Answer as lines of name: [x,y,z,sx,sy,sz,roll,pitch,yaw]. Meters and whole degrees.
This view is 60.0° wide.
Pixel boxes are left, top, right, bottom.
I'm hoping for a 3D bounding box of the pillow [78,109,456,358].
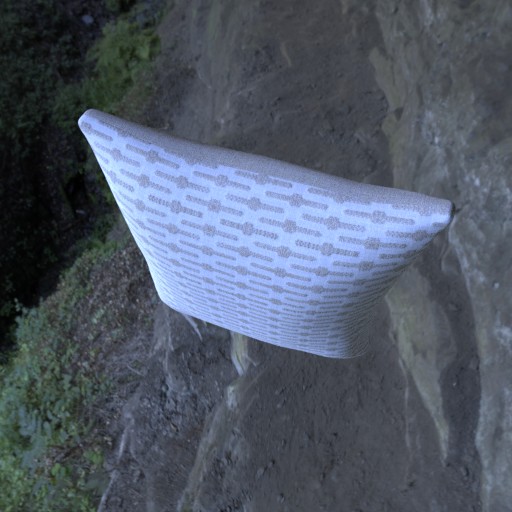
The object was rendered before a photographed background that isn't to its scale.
pillow: [0.000,0.000,0.764,0.496,0.491,0.219,17,59,10]
